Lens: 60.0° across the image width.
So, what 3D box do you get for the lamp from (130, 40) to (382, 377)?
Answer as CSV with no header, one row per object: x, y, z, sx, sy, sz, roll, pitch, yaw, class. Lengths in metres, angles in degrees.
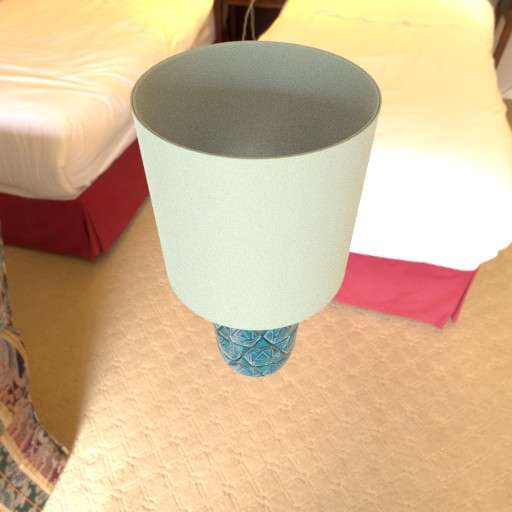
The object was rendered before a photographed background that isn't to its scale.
0.000,0.000,0.481,0.193,0.377,0.193,-16,48,-15,lamp
